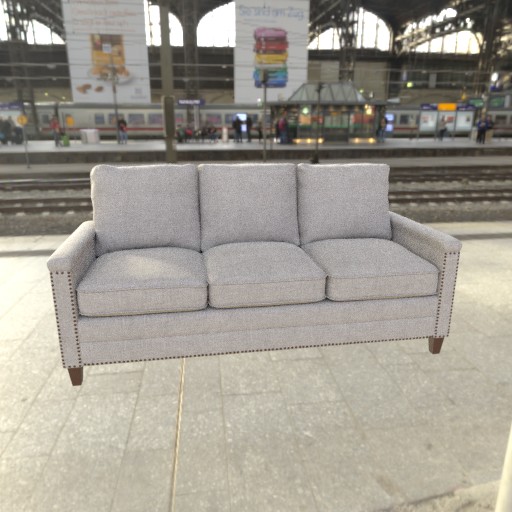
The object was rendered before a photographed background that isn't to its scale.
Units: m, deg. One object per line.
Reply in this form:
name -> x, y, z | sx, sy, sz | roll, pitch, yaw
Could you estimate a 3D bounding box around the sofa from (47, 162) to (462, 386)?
sofa -> 0.000, 0.000, 2.418 | 1.925, 0.959, 0.828 | -3, 17, -9
